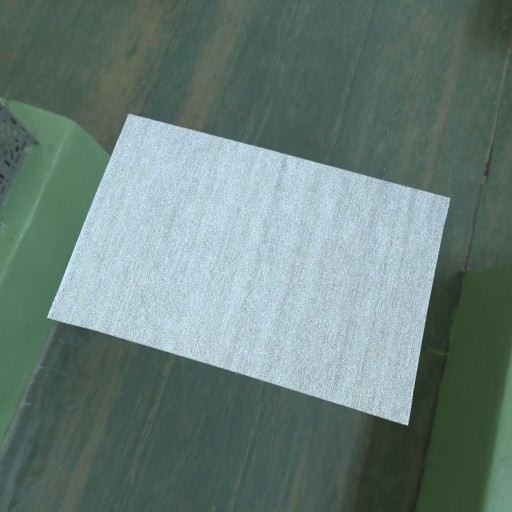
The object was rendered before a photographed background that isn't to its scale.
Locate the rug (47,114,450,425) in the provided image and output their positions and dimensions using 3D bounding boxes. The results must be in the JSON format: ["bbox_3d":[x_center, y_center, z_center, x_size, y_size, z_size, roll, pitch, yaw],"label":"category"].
[{"bbox_3d":[0.000,0.000,2.267,1.820,0.022,1.179,16,77,4],"label":"rug"}]
